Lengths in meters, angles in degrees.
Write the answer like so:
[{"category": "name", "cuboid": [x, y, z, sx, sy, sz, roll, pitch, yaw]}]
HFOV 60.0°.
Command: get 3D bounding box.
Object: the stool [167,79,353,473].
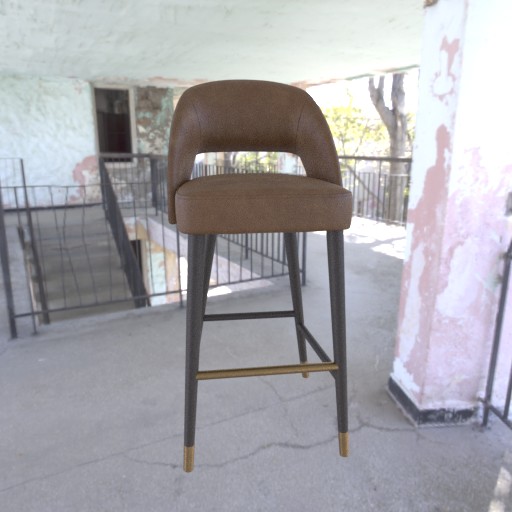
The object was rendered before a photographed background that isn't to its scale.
[{"category": "stool", "cuboid": [0.000, 0.000, 1.307, 0.494, 1.037, 0.509, -2, 14, -8]}]
